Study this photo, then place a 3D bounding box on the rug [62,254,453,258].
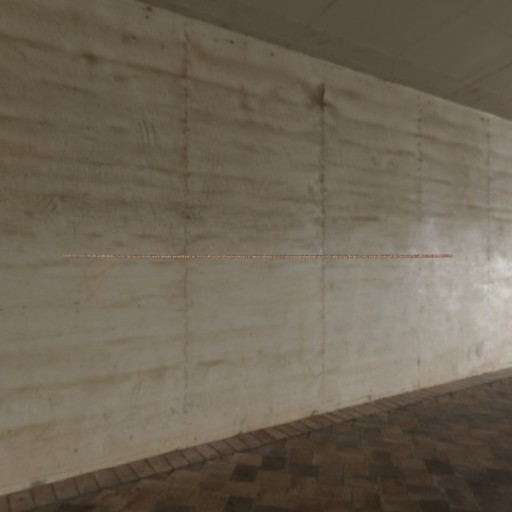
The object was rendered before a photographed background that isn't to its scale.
[{"bbox_3d":[0.000,0.000,2.304,1.225,0.013,1.840,0,0,0],"label":"rug"}]
